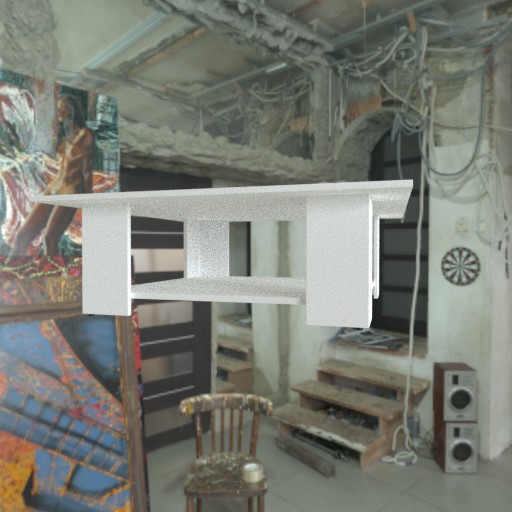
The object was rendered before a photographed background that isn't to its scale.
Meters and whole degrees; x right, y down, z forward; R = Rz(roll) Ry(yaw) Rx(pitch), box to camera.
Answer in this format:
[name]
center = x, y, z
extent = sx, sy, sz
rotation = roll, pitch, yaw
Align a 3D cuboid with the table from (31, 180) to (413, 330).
[table]
center = 0.000, 0.000, 1.391
extent = 0.890, 0.305, 0.890
rotation = 0, 1, 17
